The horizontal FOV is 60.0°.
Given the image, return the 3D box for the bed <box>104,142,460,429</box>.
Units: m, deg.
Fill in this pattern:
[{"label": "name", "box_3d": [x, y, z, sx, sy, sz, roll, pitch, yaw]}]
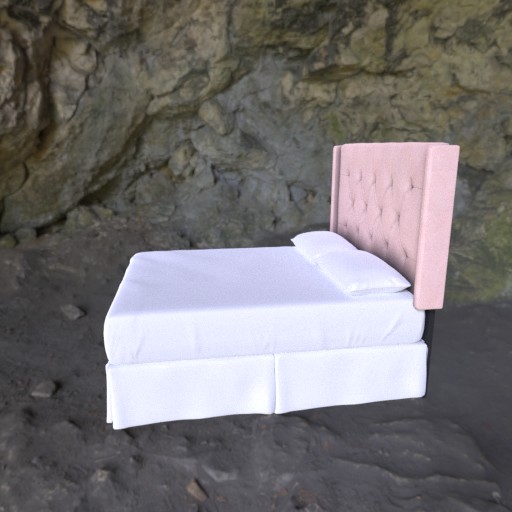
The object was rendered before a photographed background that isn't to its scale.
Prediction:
[{"label": "bed", "box_3d": [0.000, 0.000, 3.357, 2.066, 1.665, 1.719, -2, 14, -9]}]
